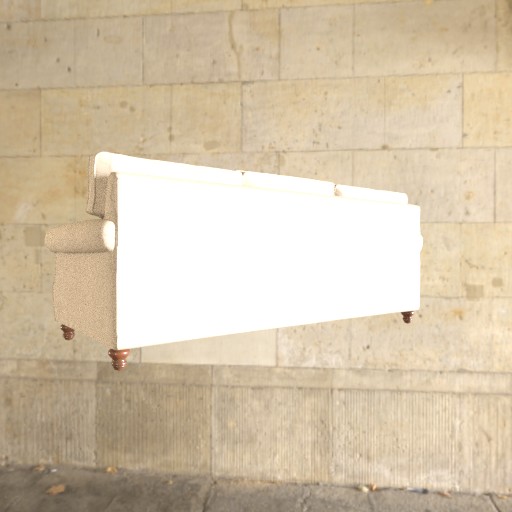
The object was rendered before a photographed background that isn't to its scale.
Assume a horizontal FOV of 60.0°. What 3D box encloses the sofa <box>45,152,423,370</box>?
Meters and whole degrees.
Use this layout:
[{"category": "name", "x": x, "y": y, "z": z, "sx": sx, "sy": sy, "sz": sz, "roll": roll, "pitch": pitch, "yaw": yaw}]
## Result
[{"category": "sofa", "x": 0.000, "y": 0.000, "z": 2.806, "sx": 2.354, "sy": 0.948, "sz": 0.966, "roll": 0, "pitch": 1, "yaw": -37}]
